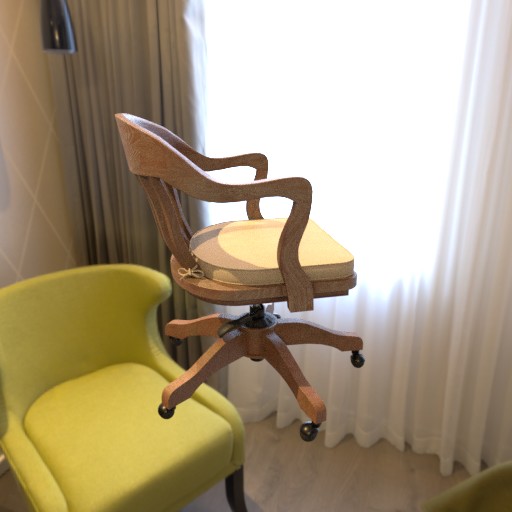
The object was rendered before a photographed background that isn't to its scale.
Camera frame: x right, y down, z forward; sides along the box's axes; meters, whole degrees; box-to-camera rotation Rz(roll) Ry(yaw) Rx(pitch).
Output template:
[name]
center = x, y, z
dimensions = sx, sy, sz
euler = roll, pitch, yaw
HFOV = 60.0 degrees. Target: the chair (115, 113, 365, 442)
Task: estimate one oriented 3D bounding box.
[chair]
center = 0.000, 0.000, 1.429
dimensions = 0.788, 0.878, 0.750
euler = -3, 19, -9
